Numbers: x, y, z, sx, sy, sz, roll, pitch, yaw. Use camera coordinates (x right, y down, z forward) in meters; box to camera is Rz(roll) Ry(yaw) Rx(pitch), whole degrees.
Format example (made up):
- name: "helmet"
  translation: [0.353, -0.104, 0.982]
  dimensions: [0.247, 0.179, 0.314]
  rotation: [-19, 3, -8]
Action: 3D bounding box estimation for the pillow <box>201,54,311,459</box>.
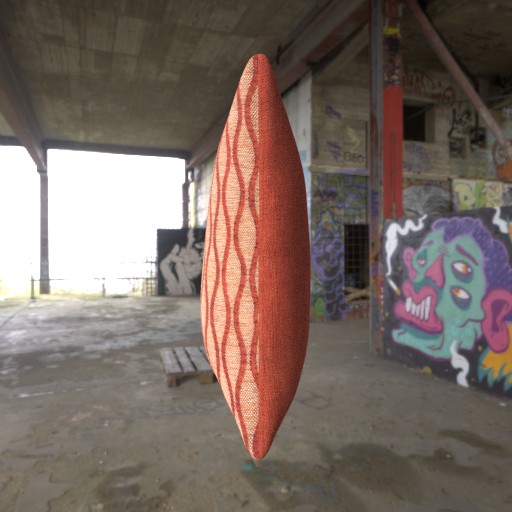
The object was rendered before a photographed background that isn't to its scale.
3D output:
- name: "pillow"
  translation: [0.000, 0.000, 0.680]
  dimensions: [0.159, 0.434, 0.429]
  rotation: [0, 0, 0]
